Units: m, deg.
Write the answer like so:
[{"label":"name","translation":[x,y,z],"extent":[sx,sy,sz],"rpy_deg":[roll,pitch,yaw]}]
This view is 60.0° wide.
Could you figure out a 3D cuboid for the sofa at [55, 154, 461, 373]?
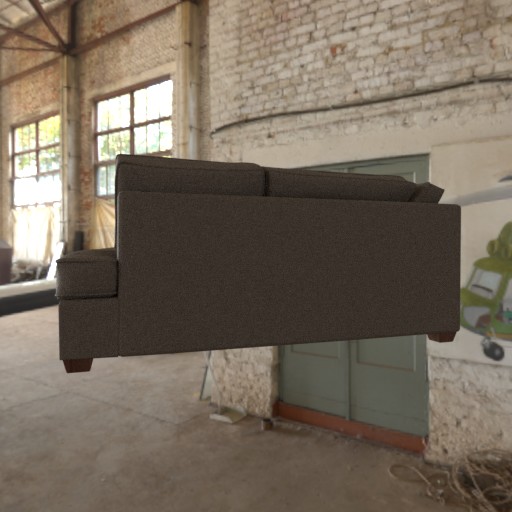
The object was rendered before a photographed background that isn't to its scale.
[{"label":"sofa","translation":[0.000,0.000,2.802],"extent":[2.237,1.033,1.110],"rpy_deg":[0,1,-18]}]
